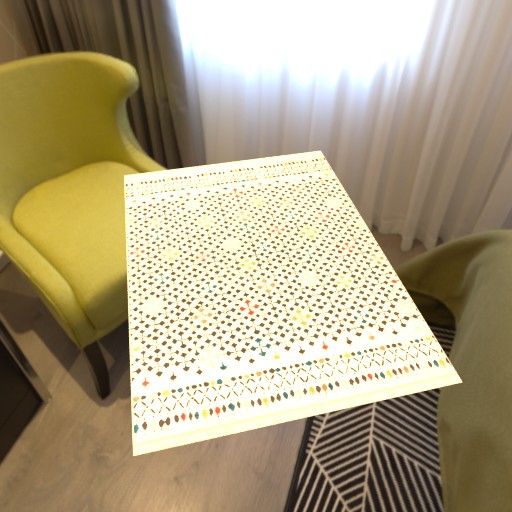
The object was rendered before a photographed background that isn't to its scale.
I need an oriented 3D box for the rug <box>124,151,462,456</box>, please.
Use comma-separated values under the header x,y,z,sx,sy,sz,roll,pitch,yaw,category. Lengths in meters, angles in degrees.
x,y,z,sx,sy,sz,roll,pitch,yaw,category
0.000,0.000,2.017,1.146,0.006,1.556,-9,46,-9,rug
